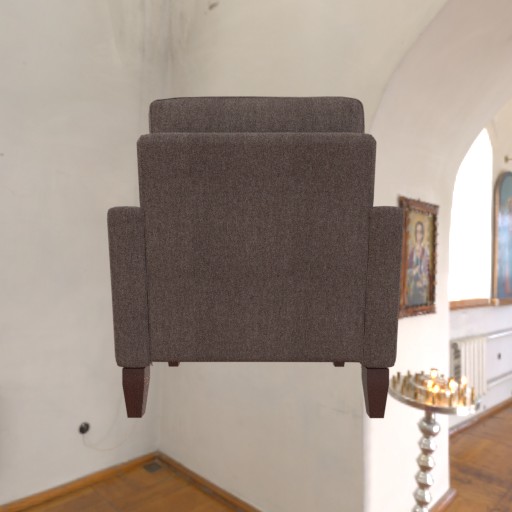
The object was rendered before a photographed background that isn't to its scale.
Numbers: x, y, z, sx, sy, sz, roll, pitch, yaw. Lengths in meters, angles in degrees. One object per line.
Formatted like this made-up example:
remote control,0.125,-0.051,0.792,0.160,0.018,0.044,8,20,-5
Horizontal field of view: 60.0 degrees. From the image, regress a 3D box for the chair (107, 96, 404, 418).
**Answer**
chair,0.000,0.000,1.657,0.855,0.993,0.897,0,0,0
